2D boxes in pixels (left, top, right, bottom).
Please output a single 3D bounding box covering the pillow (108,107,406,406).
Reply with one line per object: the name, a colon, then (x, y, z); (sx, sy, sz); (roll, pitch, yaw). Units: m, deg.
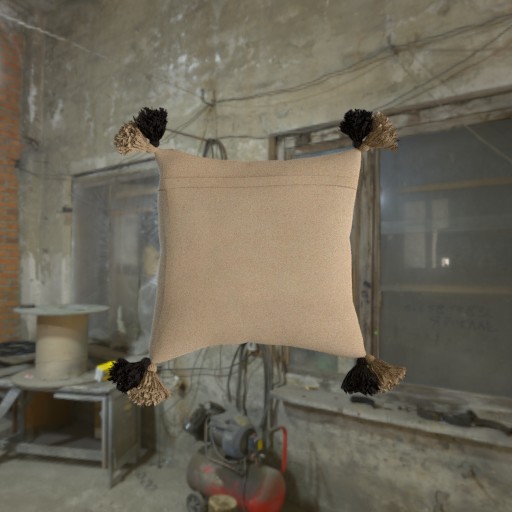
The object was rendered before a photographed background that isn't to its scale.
pillow: (0.000, 0.000, 0.994); (0.654, 0.659, 0.170); (0, -2, 1)
